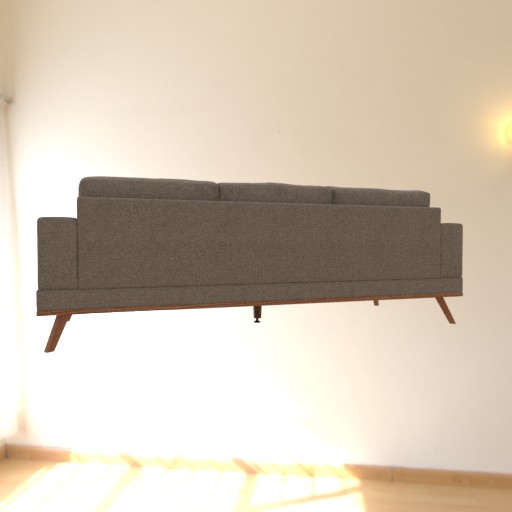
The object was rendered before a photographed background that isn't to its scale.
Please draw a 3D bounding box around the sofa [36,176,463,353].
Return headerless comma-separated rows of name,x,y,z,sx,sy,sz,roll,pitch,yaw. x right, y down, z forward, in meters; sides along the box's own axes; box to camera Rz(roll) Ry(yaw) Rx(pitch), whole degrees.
sofa,0.000,0.000,2.694,2.310,0.810,0.920,-1,2,-18
